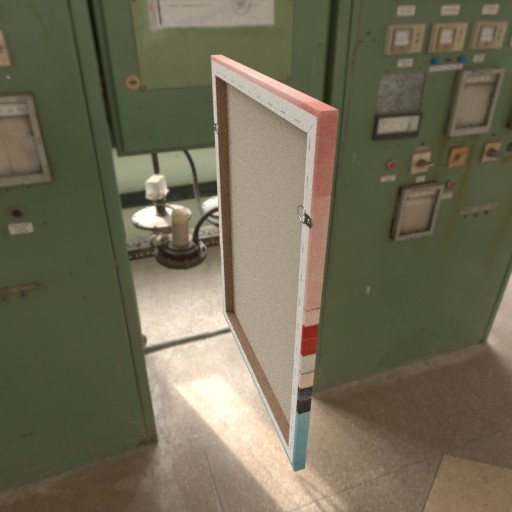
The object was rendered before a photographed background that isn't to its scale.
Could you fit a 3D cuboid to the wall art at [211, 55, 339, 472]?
[{"bbox_3d":[0.000,0.000,1.326,0.039,1.016,0.761,-10,33,-16],"label":"wall art"}]
